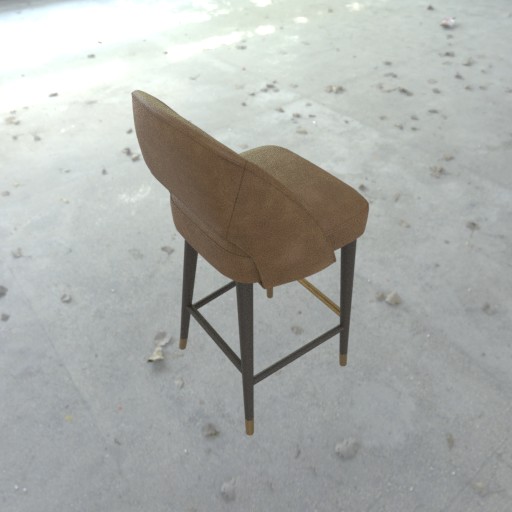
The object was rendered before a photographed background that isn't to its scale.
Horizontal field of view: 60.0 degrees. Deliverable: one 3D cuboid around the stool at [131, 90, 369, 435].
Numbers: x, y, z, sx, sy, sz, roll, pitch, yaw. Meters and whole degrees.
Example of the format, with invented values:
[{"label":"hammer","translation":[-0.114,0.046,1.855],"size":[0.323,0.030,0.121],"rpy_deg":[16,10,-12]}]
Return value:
[{"label":"stool","translation":[0.000,0.000,1.310],"size":[0.509,1.037,0.494],"rpy_deg":[-27,49,-27]}]
